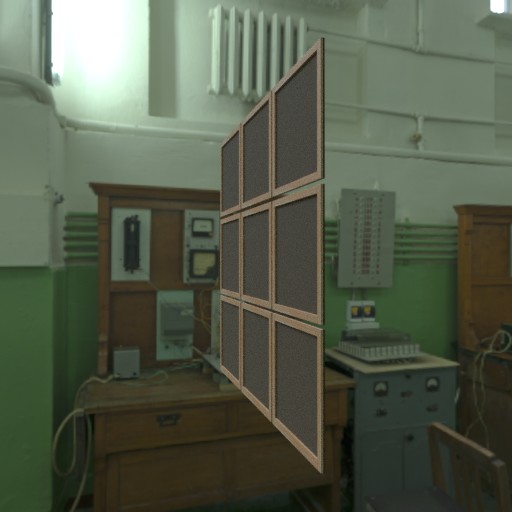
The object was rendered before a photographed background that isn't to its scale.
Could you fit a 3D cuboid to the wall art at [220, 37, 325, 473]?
[{"bbox_3d":[0.000,0.000,1.816,0.013,1.218,1.216,0,0,-18],"label":"wall art"}]
